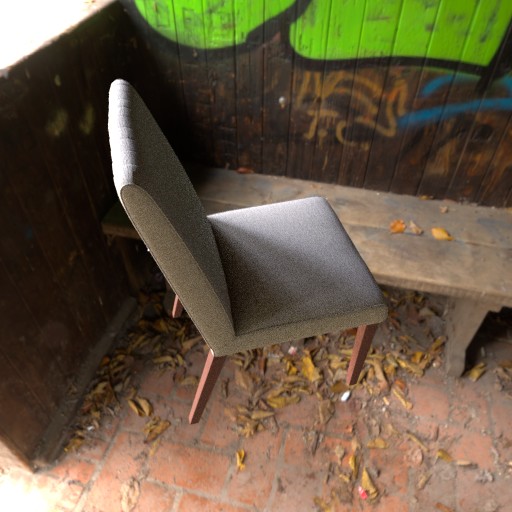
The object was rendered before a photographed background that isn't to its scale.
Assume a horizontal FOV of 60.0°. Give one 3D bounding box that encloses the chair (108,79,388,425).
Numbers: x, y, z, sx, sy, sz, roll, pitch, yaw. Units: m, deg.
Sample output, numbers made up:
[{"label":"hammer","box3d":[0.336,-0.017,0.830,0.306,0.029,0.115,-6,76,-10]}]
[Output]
[{"label":"chair","box3d":[0.000,0.000,1.221,0.594,0.900,0.480,-10,46,-10]}]
